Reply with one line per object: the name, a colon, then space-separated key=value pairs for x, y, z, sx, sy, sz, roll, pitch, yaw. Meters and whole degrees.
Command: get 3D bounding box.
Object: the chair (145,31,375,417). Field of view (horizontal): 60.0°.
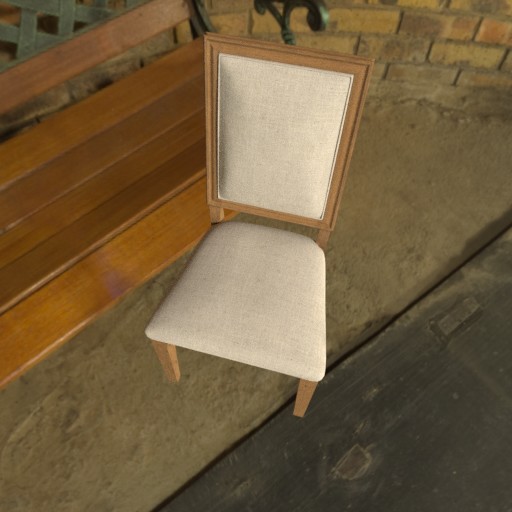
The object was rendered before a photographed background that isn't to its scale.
chair: x=0.000 y=0.000 z=1.320 sx=0.536 sy=0.988 sz=0.601 roll=13 pitch=59 yaw=8
